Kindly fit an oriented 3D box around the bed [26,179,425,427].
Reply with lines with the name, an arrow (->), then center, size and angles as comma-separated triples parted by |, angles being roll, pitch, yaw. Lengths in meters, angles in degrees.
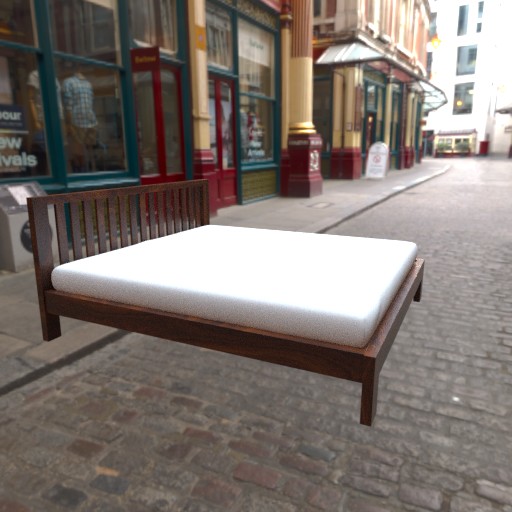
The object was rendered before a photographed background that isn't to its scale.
bed -> 0.000, 0.000, 3.067 | 2.030, 0.890, 1.905 | 6, 15, 25
